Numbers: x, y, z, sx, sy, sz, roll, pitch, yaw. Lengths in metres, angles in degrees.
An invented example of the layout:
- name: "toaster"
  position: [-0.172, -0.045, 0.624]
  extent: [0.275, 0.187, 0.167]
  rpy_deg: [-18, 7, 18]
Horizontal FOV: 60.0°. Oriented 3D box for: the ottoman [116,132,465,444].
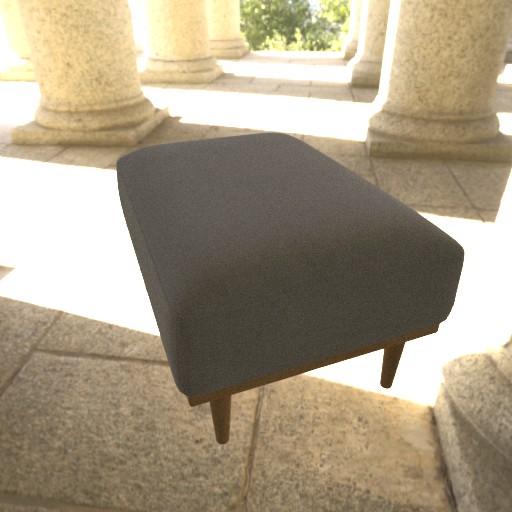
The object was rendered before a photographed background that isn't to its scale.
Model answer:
- name: "ottoman"
  position: [0.000, 0.000, 1.066]
  extent: [0.549, 0.428, 0.749]
  rpy_deg: [-11, 33, -18]
